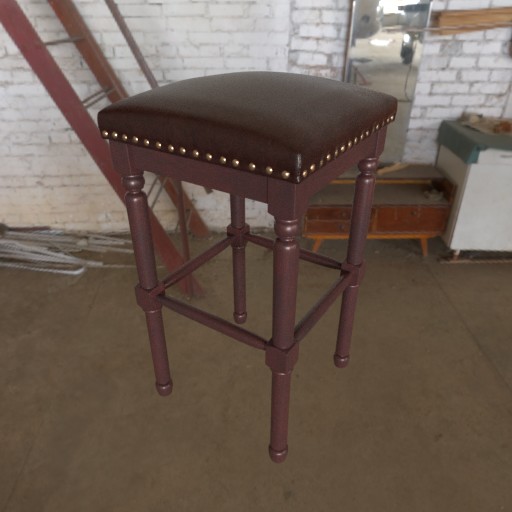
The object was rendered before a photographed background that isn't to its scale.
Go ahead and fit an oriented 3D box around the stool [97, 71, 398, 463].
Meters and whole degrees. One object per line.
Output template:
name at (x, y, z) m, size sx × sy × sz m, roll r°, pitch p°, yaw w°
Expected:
stool at (0.000, 0.000, 0.920) m, size 0.383 × 0.702 × 0.382 m, roll 19°, pitch 36°, yaw 28°
